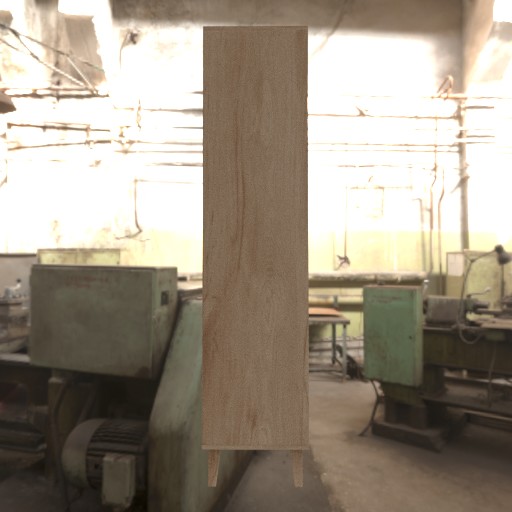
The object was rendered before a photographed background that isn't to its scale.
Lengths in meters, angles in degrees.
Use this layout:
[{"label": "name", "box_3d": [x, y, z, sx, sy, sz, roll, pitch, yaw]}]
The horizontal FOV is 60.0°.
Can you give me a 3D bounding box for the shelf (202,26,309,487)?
[{"label": "shelf", "box_3d": [0.000, 0.000, 2.133, 0.450, 1.960, 0.510, 0, -1, 1]}]
